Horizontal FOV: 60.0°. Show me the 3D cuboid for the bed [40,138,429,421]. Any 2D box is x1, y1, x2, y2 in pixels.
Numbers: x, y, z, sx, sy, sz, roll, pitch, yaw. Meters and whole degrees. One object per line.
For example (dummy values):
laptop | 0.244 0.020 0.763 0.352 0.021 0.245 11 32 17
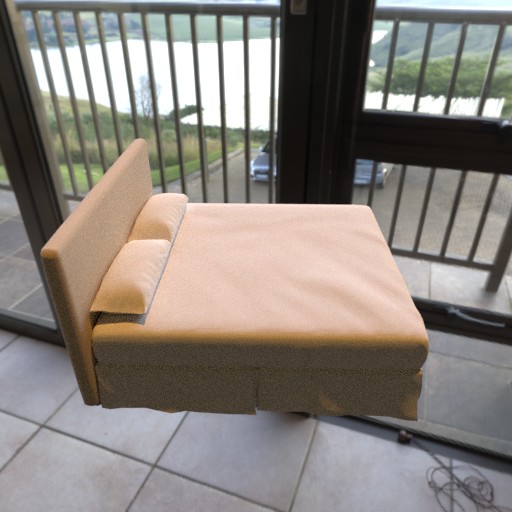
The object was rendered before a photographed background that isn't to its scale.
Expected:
bed | 0.000 0.000 3.558 2.319 1.317 2.119 1 32 1
